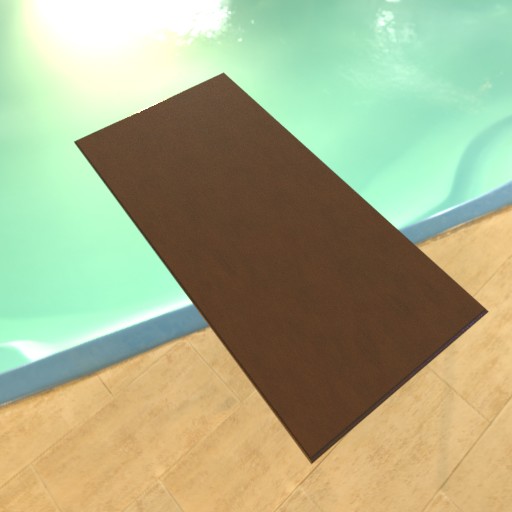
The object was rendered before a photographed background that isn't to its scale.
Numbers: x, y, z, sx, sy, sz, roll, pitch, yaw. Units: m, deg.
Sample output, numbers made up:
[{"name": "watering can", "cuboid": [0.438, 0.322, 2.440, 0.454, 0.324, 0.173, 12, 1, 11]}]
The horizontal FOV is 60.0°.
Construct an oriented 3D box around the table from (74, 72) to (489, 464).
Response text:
[{"name": "table", "cuboid": [0.000, 0.000, 1.482, 0.594, 0.459, 1.197, -32, 64, -18]}]
